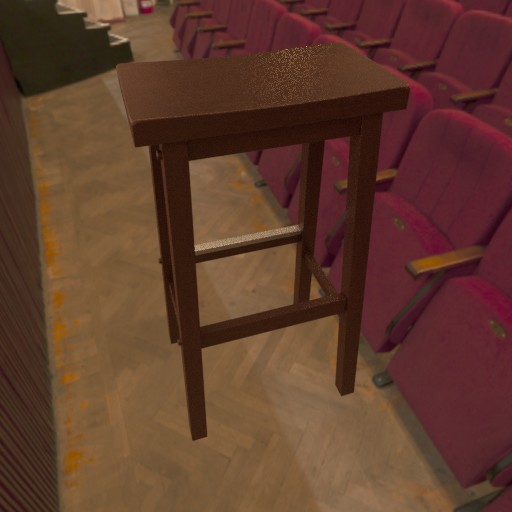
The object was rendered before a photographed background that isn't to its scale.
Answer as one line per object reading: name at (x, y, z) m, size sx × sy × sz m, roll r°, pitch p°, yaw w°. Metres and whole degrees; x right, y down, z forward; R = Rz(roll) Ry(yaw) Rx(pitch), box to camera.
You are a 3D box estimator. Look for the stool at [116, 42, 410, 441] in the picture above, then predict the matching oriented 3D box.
stool at (0.000, 0.000, 0.925) m, size 0.406 × 0.742 × 0.322 m, roll -12°, pitch 42°, yaw -13°
